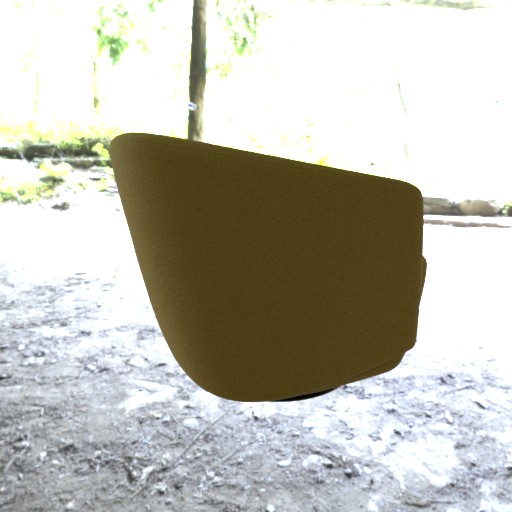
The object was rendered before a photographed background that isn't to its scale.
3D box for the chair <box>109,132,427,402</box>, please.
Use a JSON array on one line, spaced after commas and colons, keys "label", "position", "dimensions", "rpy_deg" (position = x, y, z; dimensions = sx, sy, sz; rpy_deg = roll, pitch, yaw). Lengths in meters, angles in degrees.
[{"label": "chair", "position": [0.000, 0.000, 1.306], "dimensions": [0.767, 0.698, 0.773], "rpy_deg": [-8, 16, -27]}]
